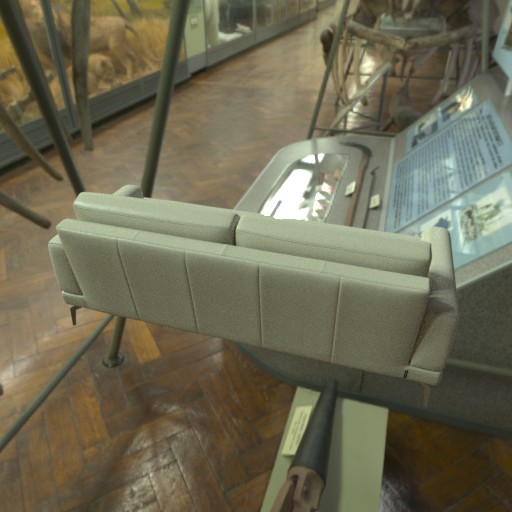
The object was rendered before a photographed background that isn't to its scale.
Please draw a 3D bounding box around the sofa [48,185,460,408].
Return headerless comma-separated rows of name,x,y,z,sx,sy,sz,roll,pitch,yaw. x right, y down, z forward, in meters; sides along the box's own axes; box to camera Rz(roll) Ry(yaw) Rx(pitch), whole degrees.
sofa,0.000,0.000,2.359,1.940,0.765,0.974,10,34,14
